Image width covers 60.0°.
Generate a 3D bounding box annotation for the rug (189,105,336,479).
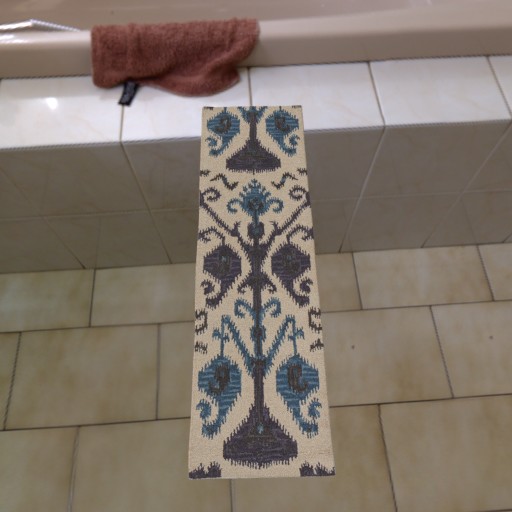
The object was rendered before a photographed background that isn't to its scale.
[{"bbox_3d":[0.000,0.000,2.565,0.692,0.017,2.301,-1,64,-1],"label":"rug"}]
